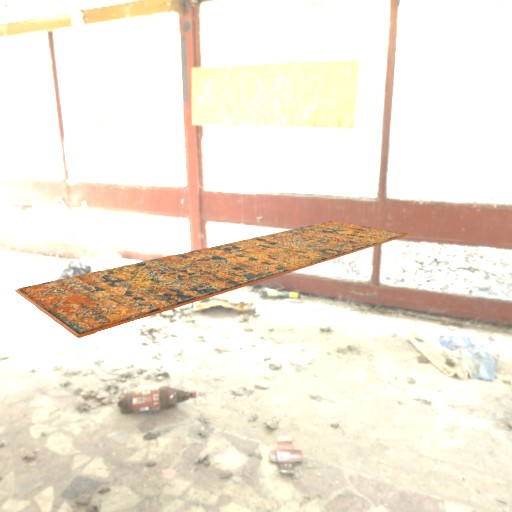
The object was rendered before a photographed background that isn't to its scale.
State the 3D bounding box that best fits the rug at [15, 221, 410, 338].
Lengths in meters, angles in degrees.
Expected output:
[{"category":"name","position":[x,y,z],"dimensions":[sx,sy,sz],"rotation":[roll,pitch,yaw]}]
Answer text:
[{"category":"rug","position":[0.000,0.000,2.446],"dimensions":[2.274,0.016,0.651],"rotation":[-14,21,-42]}]
